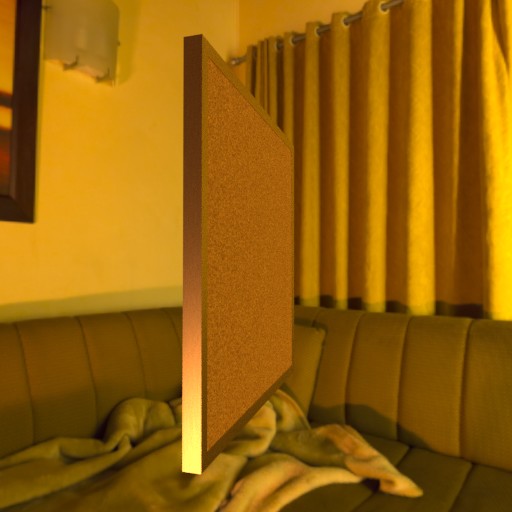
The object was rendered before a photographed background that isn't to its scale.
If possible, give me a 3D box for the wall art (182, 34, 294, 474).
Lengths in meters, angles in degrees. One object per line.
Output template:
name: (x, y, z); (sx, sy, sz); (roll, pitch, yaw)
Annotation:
wall art: (0.000, 0.000, 1.141); (0.036, 0.765, 0.767); (0, -1, 17)
